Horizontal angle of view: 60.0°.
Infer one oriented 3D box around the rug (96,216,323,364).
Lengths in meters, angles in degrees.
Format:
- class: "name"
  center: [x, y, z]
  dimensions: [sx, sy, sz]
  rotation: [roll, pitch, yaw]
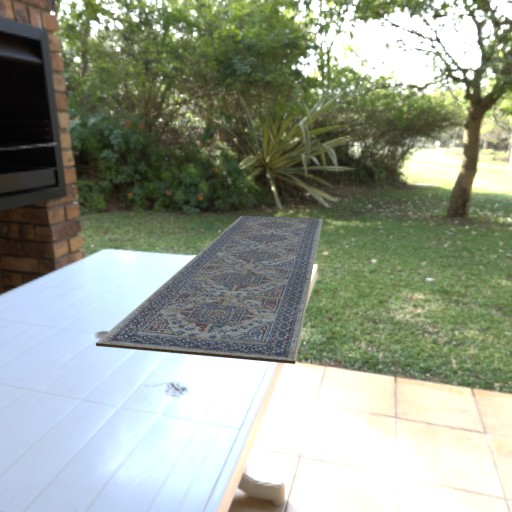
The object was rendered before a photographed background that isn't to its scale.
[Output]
- class: "rug"
  center: [0.000, 0.000, 2.490]
  dimensions: [0.661, 0.013, 2.297]
  rotation: [3, 16, 10]
